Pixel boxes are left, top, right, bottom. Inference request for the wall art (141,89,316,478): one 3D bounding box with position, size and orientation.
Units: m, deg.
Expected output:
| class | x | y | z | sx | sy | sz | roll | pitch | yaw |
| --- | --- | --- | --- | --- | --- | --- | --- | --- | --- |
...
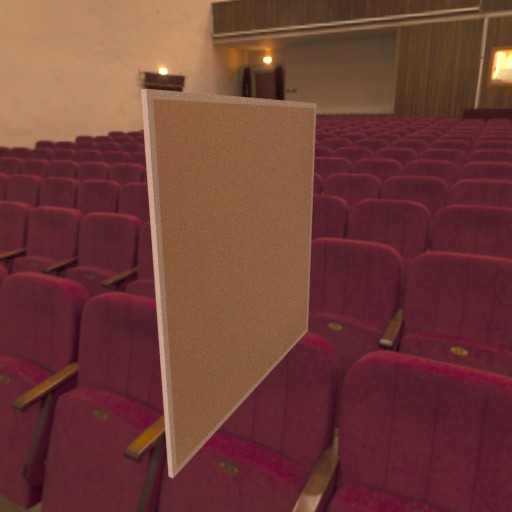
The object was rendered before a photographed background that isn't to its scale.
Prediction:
| class | x | y | z | sx | sy | sz | roll | pitch | yaw |
| --- | --- | --- | --- | --- | --- | --- | --- | --- | --- |
| wall art | 0.000 | 0.000 | 1.208 | 0.012 | 0.809 | 0.809 | 9 | 19 | 27 |
